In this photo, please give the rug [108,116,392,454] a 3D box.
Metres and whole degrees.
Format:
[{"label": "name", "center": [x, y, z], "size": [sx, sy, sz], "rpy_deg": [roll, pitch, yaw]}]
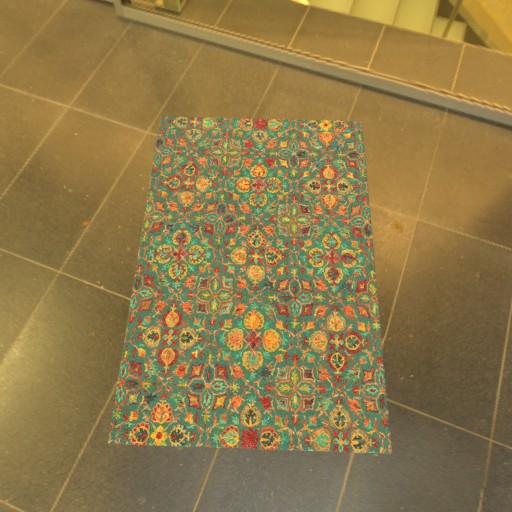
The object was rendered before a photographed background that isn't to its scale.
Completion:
[{"label": "rug", "center": [0.000, 0.000, 2.863], "size": [1.527, 0.016, 2.290], "rpy_deg": [2, 65, 1]}]
